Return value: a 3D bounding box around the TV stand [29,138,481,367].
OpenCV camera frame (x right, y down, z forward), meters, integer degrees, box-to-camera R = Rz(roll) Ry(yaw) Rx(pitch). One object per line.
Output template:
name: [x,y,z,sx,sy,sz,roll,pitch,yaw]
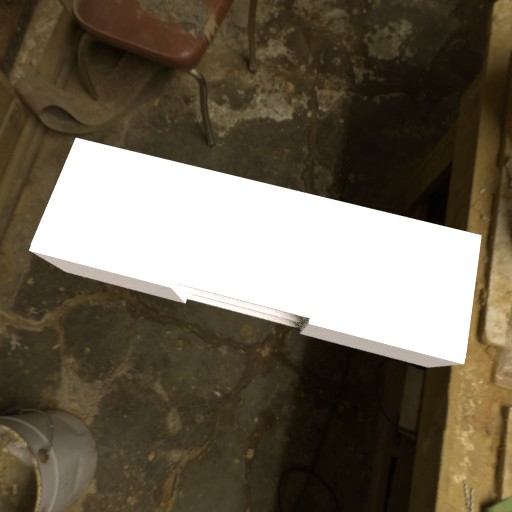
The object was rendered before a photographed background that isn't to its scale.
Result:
TV stand: [0.000,0.000,1.578,1.400,0.310,0.420,14,75,4]
